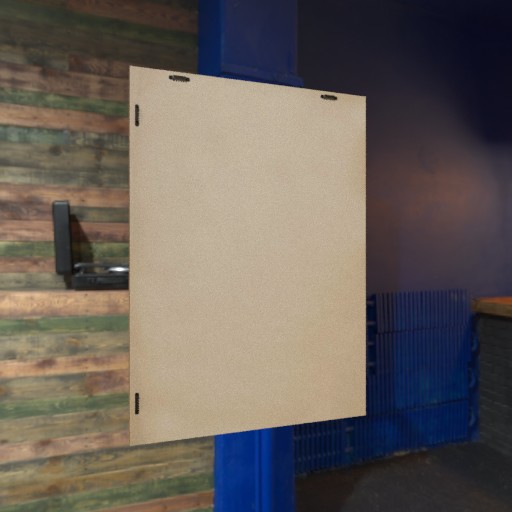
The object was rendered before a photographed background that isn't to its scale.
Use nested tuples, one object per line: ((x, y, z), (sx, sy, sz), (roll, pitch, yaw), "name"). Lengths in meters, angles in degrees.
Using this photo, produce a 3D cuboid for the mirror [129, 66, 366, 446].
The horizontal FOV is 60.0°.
((0.000, 0.000, 0.921), (0.508, 0.711, 0.039), (0, 0, -19), "mirror")
